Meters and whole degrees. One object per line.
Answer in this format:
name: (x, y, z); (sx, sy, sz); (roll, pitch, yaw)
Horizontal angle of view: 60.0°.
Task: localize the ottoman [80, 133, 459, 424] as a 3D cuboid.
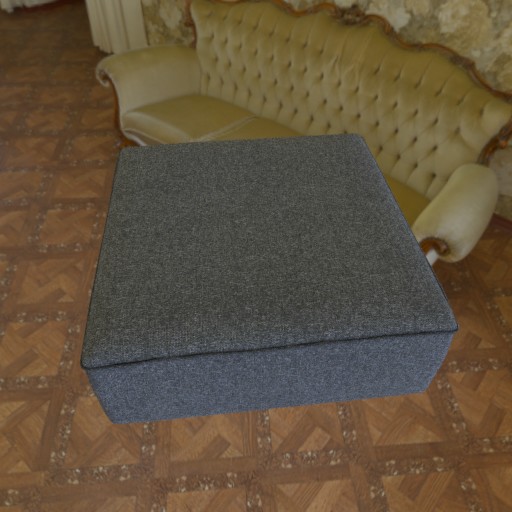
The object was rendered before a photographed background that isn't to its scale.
ottoman: (0.000, 0.000, 1.601); (1.017, 0.423, 1.021); (-4, 46, -4)
